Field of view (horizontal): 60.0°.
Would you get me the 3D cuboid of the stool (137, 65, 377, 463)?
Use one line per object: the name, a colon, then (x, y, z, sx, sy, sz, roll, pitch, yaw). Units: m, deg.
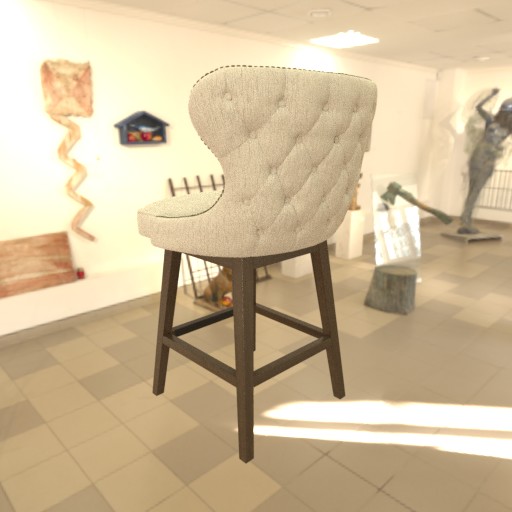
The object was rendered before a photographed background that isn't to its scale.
stool: (0.000, 0.000, 1.318, 0.615, 0.972, 0.597, -15, 21, -42)
